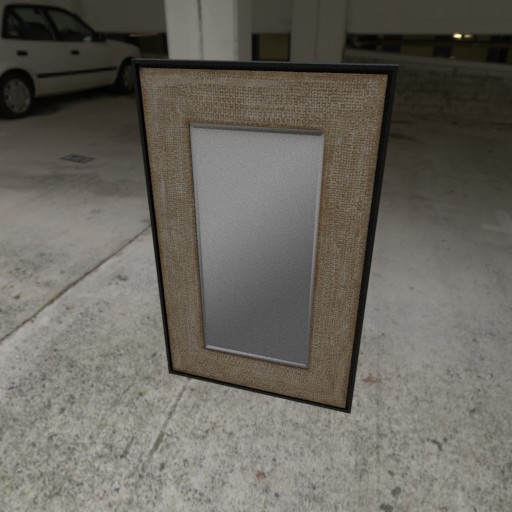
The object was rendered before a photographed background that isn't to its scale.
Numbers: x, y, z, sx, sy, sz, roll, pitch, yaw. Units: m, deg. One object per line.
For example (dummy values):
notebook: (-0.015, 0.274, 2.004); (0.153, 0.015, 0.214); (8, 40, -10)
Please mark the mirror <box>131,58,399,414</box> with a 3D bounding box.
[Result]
mirror: (0.000, 0.000, 1.514); (0.762, 1.219, 0.038); (8, 29, 15)
